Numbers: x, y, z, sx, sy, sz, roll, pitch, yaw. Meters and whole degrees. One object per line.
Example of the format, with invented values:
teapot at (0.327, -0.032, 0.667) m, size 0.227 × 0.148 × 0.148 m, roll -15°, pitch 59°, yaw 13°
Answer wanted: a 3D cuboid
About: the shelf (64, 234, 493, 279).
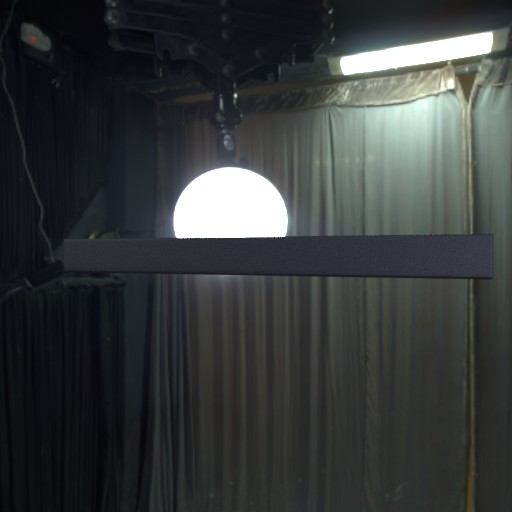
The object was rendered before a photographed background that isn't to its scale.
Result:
shelf at (0.000, 0.000, 0.650) m, size 0.605 × 0.053 × 0.102 m, roll 0°, pitch 0°, yaw 18°
